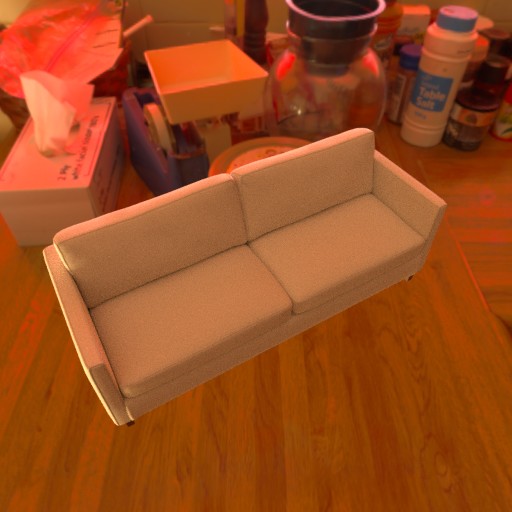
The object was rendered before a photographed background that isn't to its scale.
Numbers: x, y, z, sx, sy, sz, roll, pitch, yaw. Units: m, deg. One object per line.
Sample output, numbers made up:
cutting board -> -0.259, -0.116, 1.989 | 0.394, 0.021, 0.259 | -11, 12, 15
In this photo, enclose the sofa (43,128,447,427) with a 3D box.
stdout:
sofa -> 0.000, 0.000, 2.892 | 2.361, 0.962, 0.951 | -23, 51, -20
